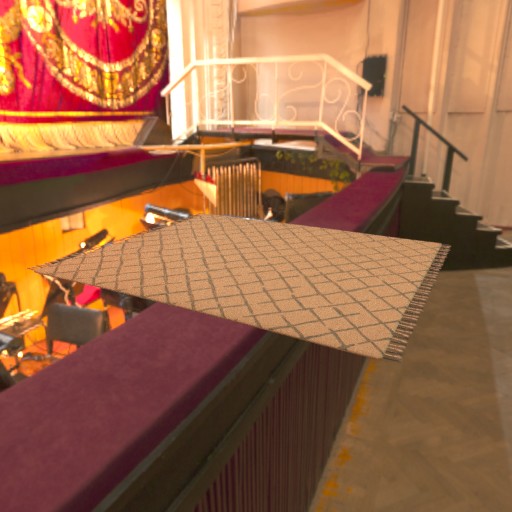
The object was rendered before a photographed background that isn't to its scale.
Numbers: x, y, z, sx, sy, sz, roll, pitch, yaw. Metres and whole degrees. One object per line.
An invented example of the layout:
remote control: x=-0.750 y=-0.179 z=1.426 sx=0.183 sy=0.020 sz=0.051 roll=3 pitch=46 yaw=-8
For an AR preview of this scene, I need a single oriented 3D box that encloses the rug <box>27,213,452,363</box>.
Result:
rug: x=0.000 y=0.000 z=4.712 sx=3.585 sy=0.036 sz=2.892 roll=10 pitch=20 yaw=27
